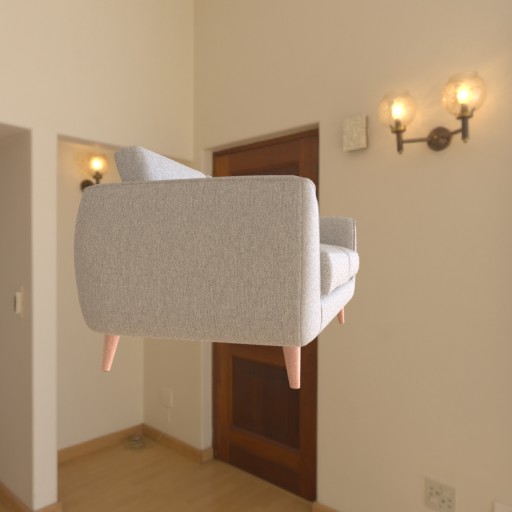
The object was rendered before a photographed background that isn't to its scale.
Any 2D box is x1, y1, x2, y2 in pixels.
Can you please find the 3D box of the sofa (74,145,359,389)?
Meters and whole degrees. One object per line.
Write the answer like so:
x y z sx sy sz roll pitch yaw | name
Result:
0.000 0.000 2.199 0.920 0.850 1.700 0 0 17 | sofa
